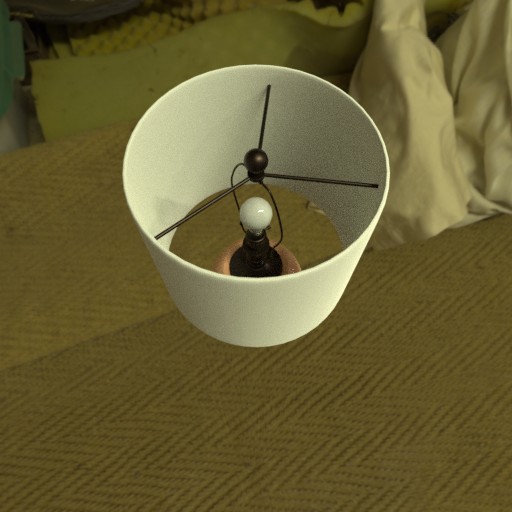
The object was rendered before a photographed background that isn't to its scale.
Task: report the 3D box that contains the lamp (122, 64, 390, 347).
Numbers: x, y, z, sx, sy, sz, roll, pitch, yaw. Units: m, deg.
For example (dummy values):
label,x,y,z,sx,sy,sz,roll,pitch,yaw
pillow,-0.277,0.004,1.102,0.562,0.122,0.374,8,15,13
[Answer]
label,x,y,z,sx,sy,sz,roll,pitch,yaw
lamp,0.000,0.000,0.791,0.329,0.570,0.329,0,64,0
